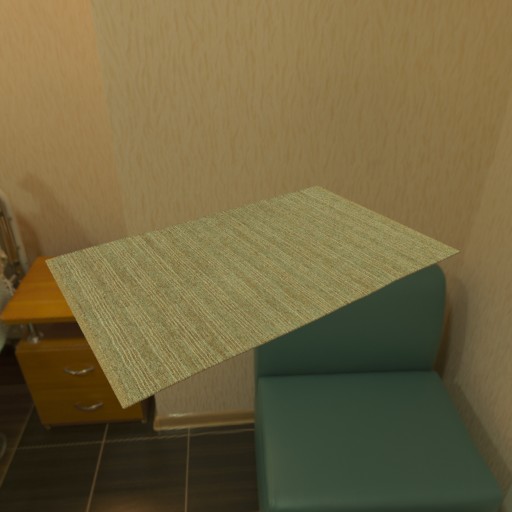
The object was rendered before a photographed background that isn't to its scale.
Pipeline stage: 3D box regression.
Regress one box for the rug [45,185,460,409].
[{"bbox_3d":[0.000,0.000,3.077,2.448,0.012,1.540,-19,35,-29],"label":"rug"}]
